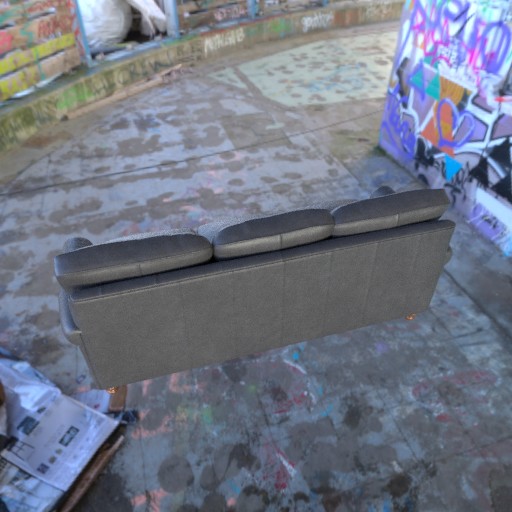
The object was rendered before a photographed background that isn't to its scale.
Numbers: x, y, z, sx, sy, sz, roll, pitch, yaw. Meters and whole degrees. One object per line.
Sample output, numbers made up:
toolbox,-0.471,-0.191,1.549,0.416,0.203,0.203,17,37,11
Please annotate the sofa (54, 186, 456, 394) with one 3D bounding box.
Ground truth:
sofa,0.000,0.000,2.900,2.387,0.977,0.974,-11,40,-13
